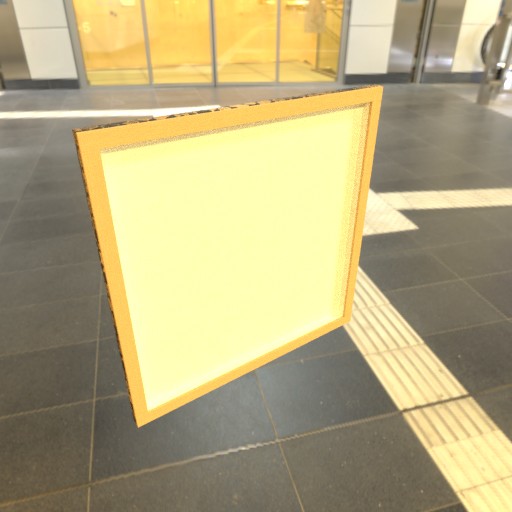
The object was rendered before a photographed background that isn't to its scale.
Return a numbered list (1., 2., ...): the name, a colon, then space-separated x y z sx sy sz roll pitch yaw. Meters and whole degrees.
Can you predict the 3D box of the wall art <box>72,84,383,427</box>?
1. wall art: 0.000 0.000 1.373 0.914 0.914 0.038 -19 36 -29
